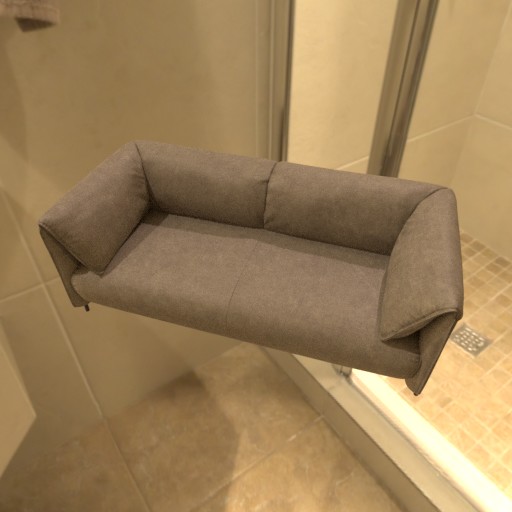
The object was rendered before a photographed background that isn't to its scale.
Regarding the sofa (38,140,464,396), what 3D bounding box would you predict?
[{"bbox_3d":[0.000,0.000,2.339,1.878,0.747,0.905,11,42,13],"label":"sofa"}]
